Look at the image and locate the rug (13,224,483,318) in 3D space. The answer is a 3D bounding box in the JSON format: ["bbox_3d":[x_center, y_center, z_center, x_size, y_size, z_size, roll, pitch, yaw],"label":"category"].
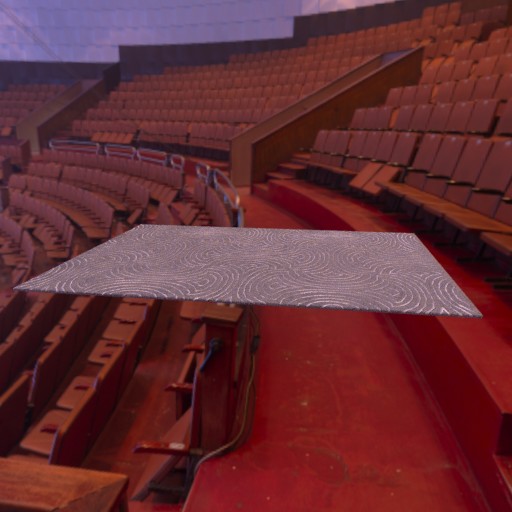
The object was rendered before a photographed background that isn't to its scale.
[{"bbox_3d":[0.000,0.000,2.724,2.144,0.015,1.543,2,16,9],"label":"rug"}]
